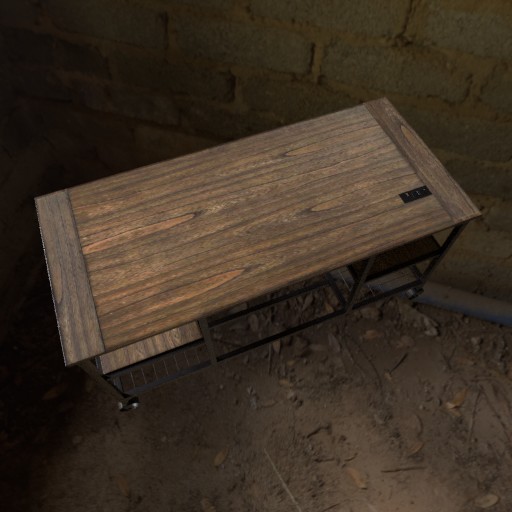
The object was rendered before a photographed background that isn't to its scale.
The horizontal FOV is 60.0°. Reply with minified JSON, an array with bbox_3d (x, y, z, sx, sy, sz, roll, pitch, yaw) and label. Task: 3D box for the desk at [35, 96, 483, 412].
[{"bbox_3d":[0.000,0.000,2.012,1.590,0.751,0.711,-19,61,-11],"label":"desk"}]
